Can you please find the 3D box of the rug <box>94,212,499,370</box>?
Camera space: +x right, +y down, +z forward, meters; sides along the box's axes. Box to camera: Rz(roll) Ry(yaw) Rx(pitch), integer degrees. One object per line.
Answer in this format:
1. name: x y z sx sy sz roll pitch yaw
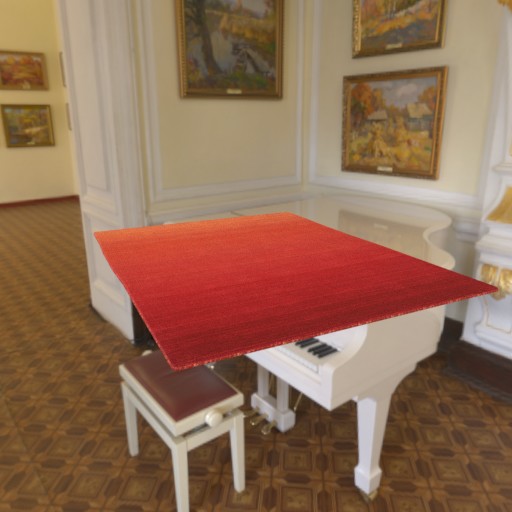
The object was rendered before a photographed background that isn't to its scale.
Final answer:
1. rug: 0.000 0.000 3.813 2.340 0.028 2.905 -8 19 -25
